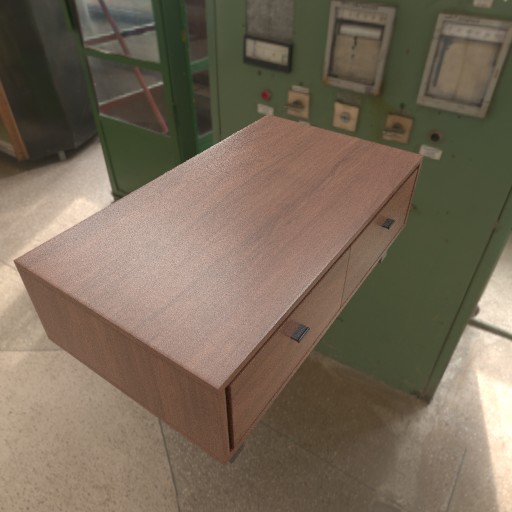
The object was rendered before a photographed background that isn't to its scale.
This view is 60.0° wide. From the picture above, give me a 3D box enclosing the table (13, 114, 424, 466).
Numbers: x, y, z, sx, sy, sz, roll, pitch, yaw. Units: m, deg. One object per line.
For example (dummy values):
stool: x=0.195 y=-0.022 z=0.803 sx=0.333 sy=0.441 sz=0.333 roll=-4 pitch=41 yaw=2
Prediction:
table: x=0.000 y=0.000 z=1.293 sx=0.600 sy=0.380 sz=1.020 roll=24 pitch=45 yaw=26
